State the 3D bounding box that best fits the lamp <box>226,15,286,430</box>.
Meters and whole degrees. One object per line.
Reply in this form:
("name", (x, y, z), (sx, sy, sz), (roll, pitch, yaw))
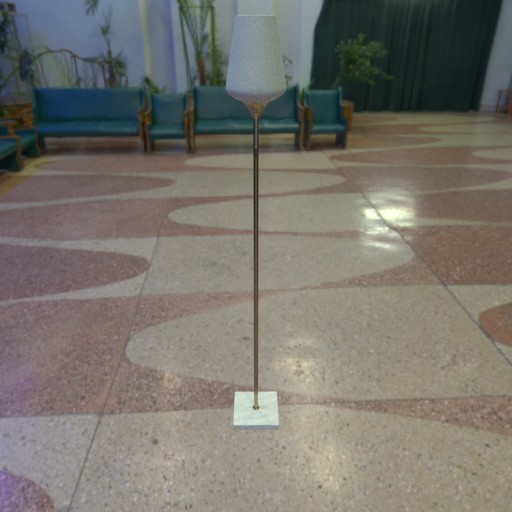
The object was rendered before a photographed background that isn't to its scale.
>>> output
("lamp", (0.000, 0.000, 1.903), (0.229, 1.813, 0.232), (0, 26, 0))
